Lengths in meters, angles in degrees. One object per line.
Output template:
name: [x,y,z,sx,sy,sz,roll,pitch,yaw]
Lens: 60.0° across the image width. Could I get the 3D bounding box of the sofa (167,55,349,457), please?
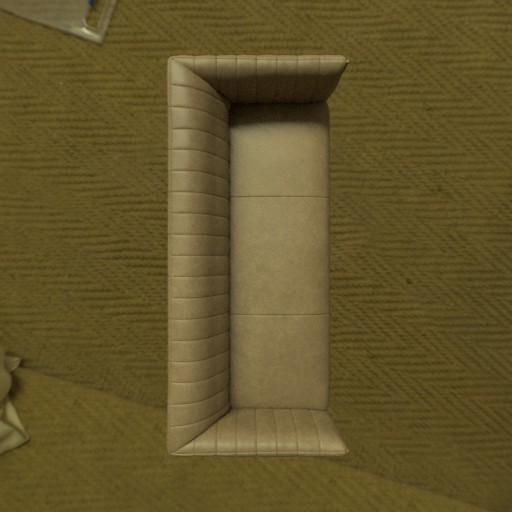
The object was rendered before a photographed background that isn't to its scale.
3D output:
sofa: [0.000,0.000,2.473,0.876,0.779,1.980,0,90,-1]
